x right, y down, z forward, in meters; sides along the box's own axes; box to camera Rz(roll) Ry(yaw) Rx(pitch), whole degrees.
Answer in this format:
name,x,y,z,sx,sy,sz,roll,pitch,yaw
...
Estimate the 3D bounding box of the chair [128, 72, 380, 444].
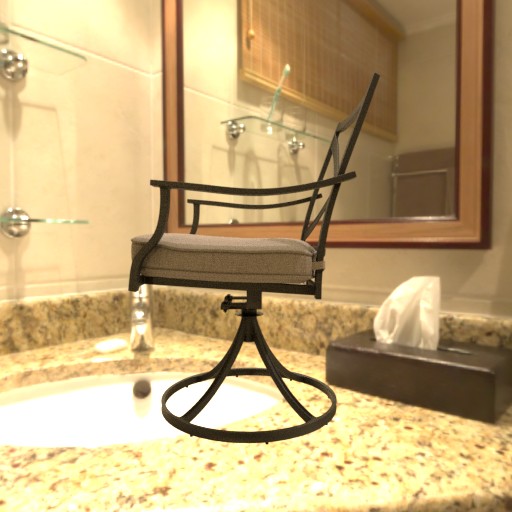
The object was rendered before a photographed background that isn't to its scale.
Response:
name,x,y,z,sx,sy,sz,roll,pitch,yaw
chair,0.000,0.000,1.308,0.620,0.889,0.575,0,3,0
